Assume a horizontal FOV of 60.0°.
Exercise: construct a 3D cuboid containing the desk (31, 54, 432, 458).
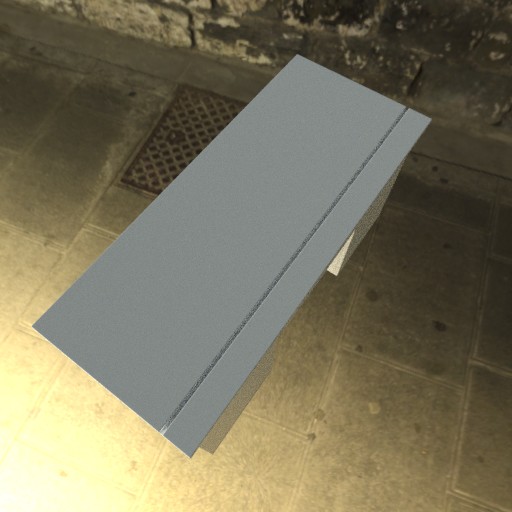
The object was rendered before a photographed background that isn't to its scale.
[{"bbox_3d":[0.000,0.000,1.981,0.670,0.760,1.580,33,68,15],"label":"desk"}]
